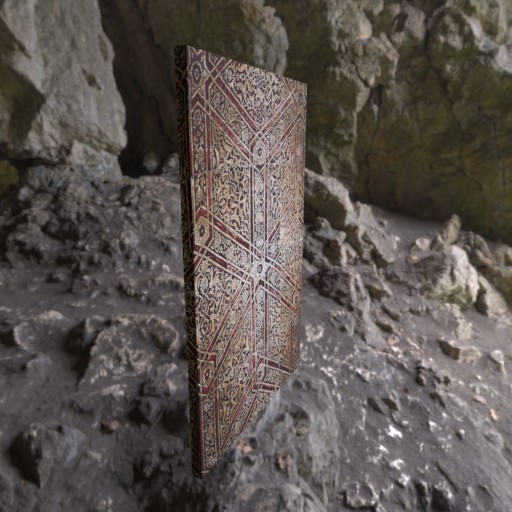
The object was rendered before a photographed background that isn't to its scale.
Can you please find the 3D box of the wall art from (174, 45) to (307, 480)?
[{"bbox_3d":[0.000,0.000,0.765,0.020,0.599,0.397,7,16,26],"label":"wall art"}]
